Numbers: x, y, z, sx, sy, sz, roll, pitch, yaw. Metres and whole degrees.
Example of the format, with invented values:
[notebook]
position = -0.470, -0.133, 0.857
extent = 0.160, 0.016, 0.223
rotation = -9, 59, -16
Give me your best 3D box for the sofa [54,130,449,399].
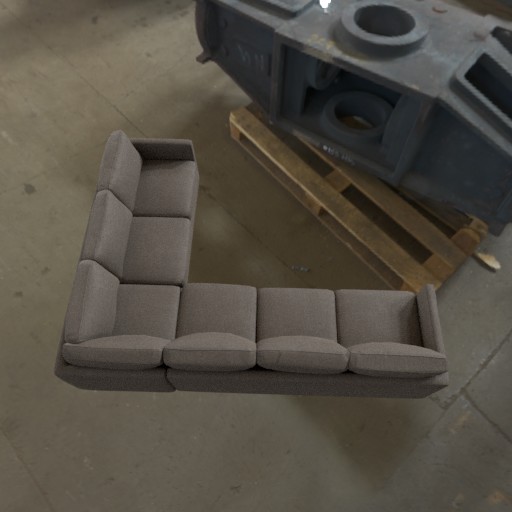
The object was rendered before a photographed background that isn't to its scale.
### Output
[sofa]
position = 0.000, 0.000, 4.412
extent = 3.302, 0.947, 2.593
rotation = 1, 63, 1
